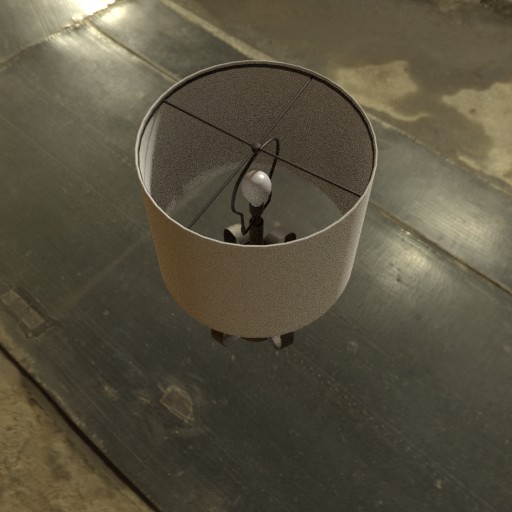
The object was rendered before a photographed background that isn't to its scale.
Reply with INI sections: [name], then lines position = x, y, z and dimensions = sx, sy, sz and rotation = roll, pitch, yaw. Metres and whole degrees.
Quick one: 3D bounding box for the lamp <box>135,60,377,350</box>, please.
[lamp]
position = 0.000, 0.000, 0.687
dimensions = 0.286, 0.510, 0.286
rotation = 0, 62, 0
